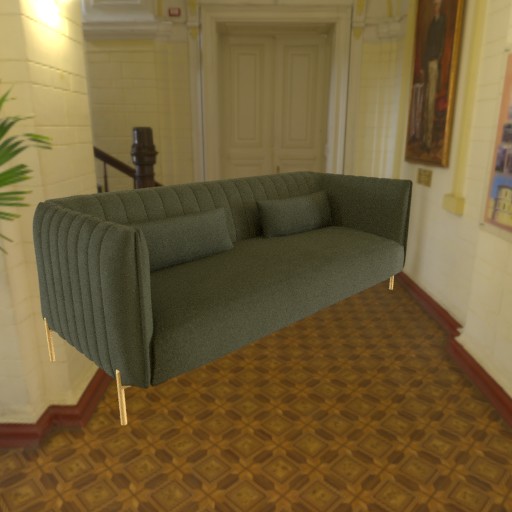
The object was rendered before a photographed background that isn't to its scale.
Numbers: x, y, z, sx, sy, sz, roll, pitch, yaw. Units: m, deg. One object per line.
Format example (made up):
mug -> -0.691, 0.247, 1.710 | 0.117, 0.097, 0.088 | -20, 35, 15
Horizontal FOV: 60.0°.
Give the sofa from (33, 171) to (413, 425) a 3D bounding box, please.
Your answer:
sofa -> 0.000, 0.000, 2.535 | 0.896, 0.793, 2.137 | 15, 22, 42
